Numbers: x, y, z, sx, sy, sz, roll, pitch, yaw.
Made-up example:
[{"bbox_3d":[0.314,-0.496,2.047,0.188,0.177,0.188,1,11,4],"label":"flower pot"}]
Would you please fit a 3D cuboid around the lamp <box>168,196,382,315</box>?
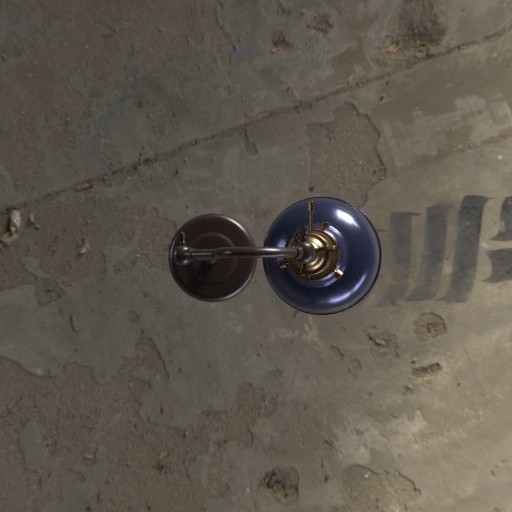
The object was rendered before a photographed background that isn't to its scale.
[{"bbox_3d":[0.000,0.000,0.703,0.374,0.508,0.192,0,89,0],"label":"lamp"}]
